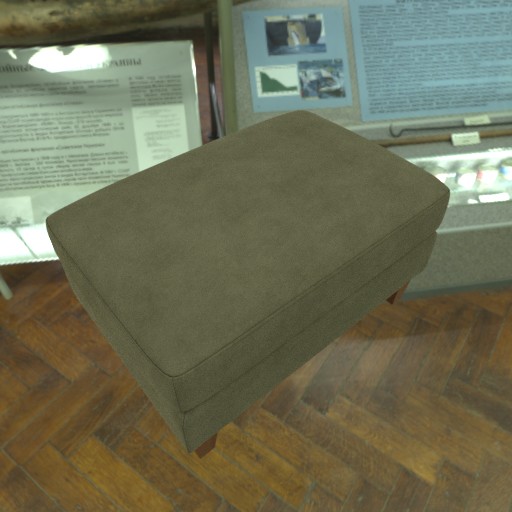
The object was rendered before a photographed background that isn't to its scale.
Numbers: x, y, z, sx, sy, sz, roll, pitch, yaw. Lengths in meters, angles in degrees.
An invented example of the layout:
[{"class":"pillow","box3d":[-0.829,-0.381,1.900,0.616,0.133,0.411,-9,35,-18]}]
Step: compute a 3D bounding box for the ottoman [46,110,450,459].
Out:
[{"class":"ottoman","box3d":[0.000,0.000,1.196,0.864,0.483,0.584,-31,52,-27]}]
